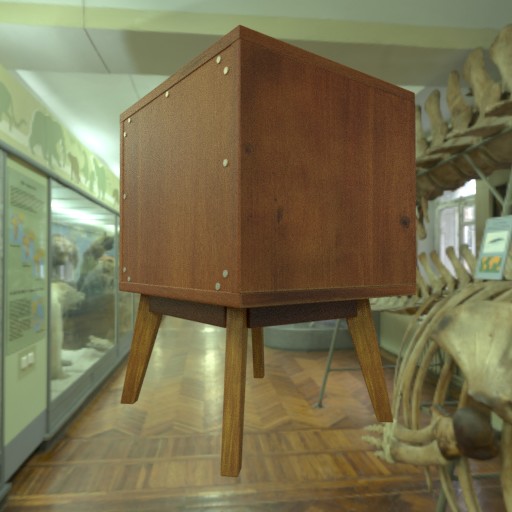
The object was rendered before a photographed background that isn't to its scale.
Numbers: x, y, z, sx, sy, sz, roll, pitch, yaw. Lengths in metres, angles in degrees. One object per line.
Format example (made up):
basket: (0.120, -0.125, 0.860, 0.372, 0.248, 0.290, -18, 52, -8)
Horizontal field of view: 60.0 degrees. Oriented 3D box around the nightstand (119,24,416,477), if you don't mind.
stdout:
nightstand: (0.000, 0.000, 0.896, 0.411, 0.618, 0.460, 1, -1, -37)
